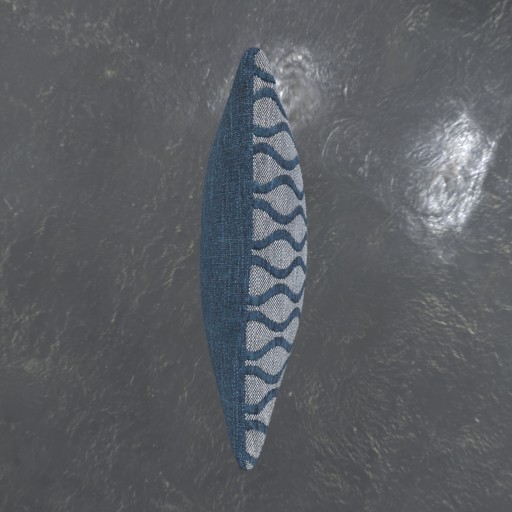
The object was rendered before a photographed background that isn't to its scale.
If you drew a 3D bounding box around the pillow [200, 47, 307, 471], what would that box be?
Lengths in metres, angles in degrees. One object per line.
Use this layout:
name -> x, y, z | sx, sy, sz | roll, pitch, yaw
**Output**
pillow -> 0.000, 0.000, 0.661 | 0.159, 0.435, 0.435 | 0, 91, 0
